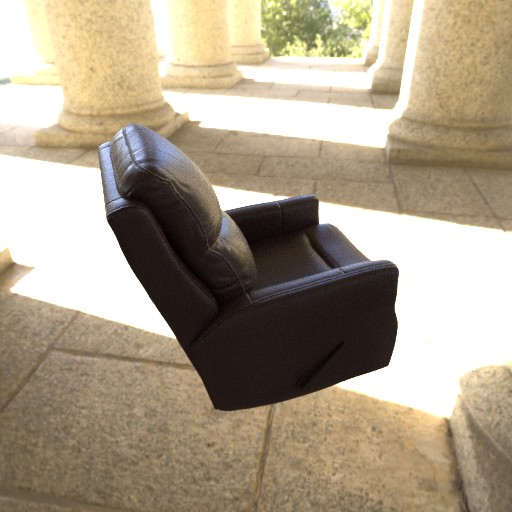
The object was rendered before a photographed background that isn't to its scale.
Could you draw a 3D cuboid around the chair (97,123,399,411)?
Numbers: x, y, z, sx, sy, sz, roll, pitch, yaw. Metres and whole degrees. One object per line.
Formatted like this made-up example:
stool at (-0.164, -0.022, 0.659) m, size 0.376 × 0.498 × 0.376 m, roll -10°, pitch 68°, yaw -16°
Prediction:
chair at (0.000, 0.000, 1.811) m, size 1.080 × 1.030 × 0.829 m, roll -10°, pitch 32°, yaw -16°
